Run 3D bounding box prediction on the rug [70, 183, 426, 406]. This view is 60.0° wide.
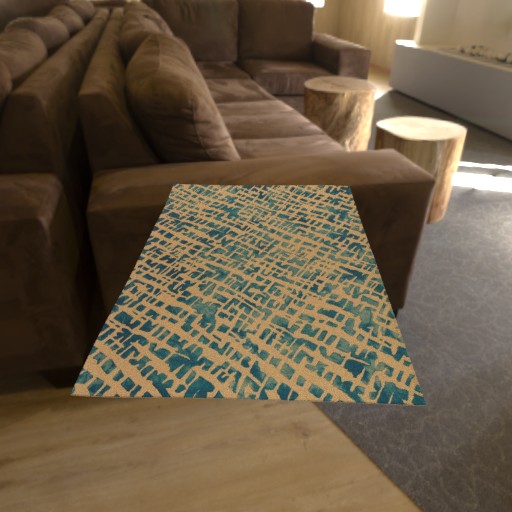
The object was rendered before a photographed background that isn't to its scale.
[{"bbox_3d":[0.000,0.000,2.274,1.209,0.011,1.830,1,32,2],"label":"rug"}]
